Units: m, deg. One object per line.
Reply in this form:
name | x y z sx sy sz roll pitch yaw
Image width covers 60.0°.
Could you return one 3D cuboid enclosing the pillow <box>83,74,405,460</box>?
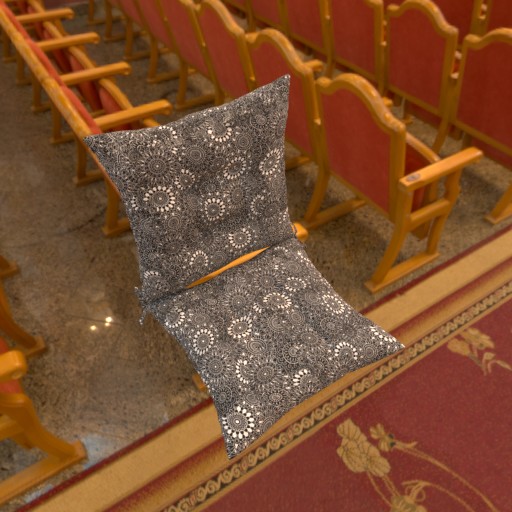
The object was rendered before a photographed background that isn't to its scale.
pillow | 0.000 0.000 1.016 0.541 0.536 0.585 -25 52 -22
